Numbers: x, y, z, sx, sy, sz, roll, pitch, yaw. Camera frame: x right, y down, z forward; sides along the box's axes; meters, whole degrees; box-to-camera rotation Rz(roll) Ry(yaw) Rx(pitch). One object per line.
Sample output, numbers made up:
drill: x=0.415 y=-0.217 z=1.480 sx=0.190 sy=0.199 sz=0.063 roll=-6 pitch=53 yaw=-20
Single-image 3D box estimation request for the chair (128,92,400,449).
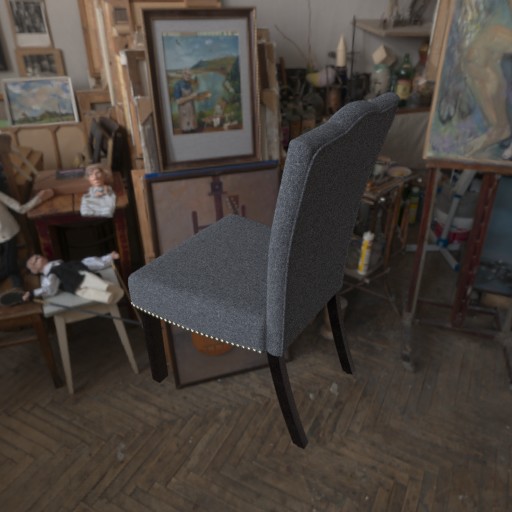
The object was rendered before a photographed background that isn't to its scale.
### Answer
chair: x=0.000 y=0.000 z=1.312 sx=0.589 sy=0.946 sz=0.518 roll=20 pitch=37 yaw=28
